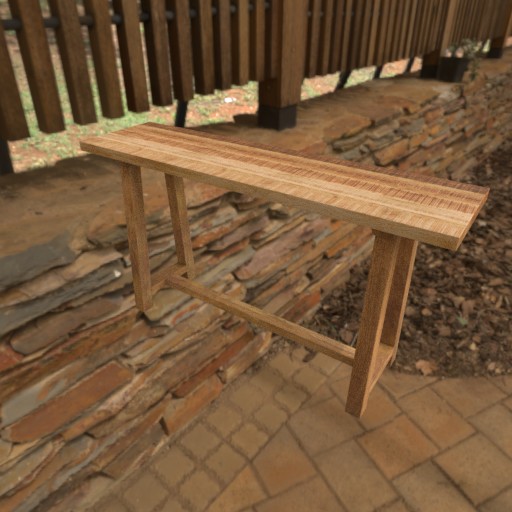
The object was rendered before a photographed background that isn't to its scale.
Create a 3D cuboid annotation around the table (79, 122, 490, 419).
[{"bbox_3d":[0.000,0.000,1.841,1.524,0.810,0.405,19,35,29],"label":"table"}]
